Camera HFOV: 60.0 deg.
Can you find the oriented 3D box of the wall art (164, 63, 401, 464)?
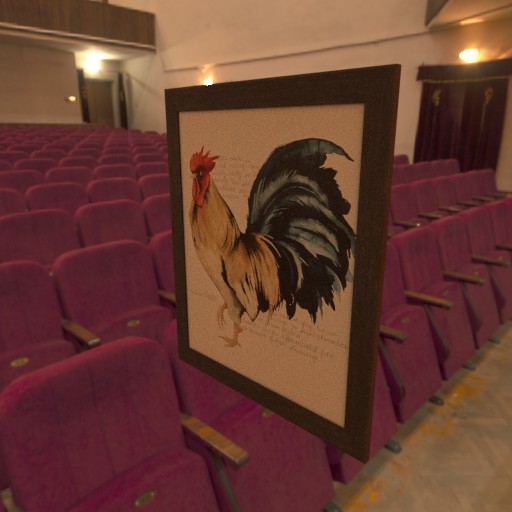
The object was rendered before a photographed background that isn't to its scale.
[{"bbox_3d":[0.000,0.000,0.767,0.476,0.570,0.013,15,21,42],"label":"wall art"}]
